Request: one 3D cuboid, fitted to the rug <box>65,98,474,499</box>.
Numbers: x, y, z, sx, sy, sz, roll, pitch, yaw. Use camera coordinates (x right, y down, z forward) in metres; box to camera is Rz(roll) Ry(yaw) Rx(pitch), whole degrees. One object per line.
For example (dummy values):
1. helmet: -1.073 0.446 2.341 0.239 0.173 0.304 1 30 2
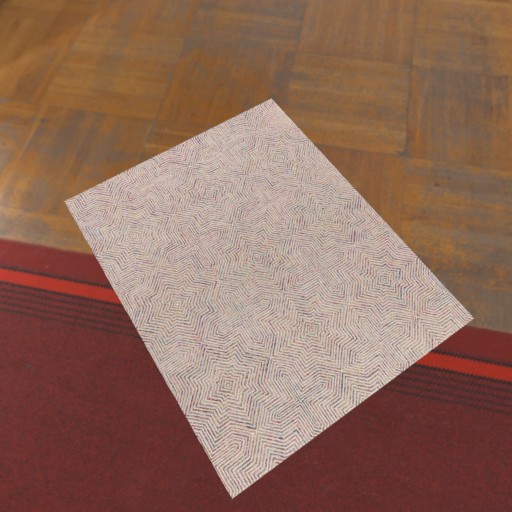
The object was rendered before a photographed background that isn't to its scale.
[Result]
1. rug: 0.000 0.000 4.039 2.442 0.008 3.046 -31 68 -14
